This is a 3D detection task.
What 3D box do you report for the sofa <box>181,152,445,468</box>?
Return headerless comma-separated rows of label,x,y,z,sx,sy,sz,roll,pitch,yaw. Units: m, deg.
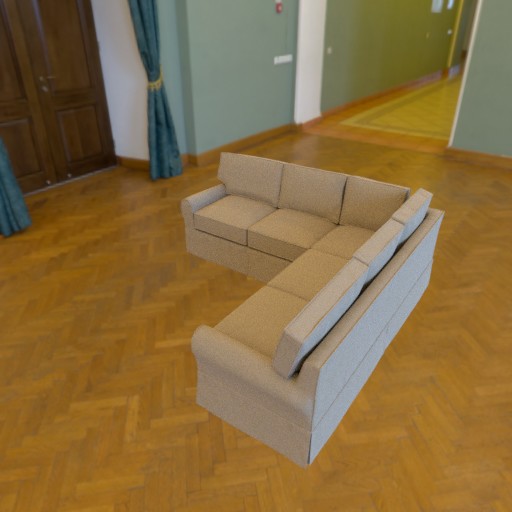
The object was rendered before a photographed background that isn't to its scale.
sofa,0.000,0.000,4.276,2.730,1.124,2.733,19,35,30
